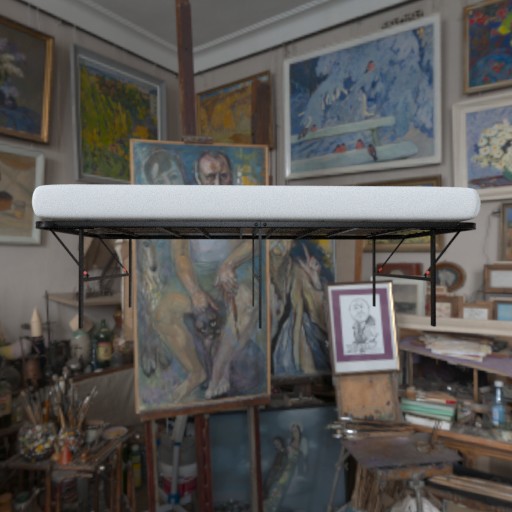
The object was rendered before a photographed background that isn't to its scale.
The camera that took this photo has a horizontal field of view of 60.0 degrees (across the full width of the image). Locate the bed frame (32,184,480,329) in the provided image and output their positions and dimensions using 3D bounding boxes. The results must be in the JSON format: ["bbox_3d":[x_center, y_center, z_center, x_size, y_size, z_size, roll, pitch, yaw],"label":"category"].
[{"bbox_3d":[0.000,0.000,2.327,1.903,0.619,0.989,0,-1,-2],"label":"bed frame"}]
